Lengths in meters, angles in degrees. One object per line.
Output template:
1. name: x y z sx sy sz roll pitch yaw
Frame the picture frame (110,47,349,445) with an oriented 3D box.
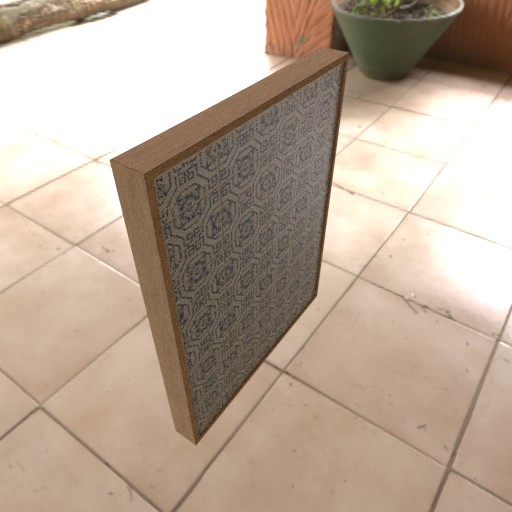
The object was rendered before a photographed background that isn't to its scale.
1. picture frame: 0.000 0.000 0.714 0.046 0.526 0.421 25 47 25
